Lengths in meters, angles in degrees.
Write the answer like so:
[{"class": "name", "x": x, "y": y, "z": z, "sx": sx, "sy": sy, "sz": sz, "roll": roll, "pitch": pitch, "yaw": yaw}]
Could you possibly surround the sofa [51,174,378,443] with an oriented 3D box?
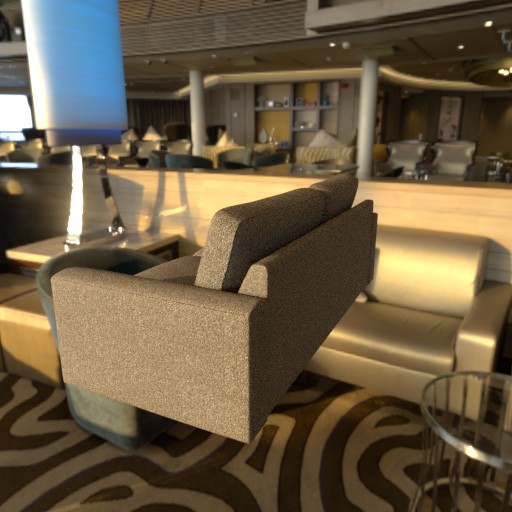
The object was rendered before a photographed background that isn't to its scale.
[{"class": "sofa", "x": 0.000, "y": 0.000, "z": 2.691, "sx": 1.016, "sy": 0.873, "sz": 2.179, "roll": 8, "pitch": 17, "yaw": 25}]
